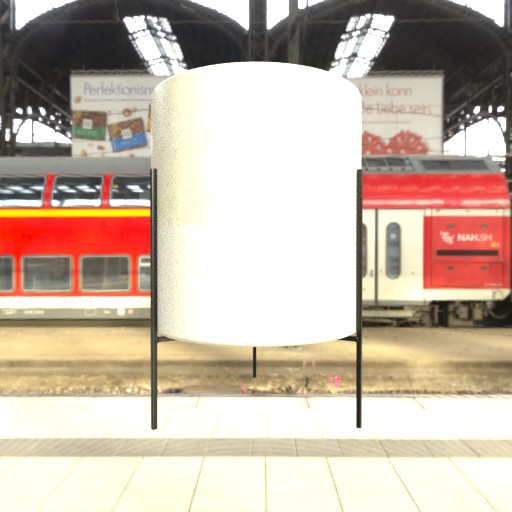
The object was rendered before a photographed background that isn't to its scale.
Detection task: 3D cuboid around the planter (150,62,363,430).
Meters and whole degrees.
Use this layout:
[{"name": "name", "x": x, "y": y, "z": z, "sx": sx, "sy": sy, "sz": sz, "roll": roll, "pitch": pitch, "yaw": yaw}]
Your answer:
[{"name": "planter", "x": 0.000, "y": 0.000, "z": 0.709, "sx": 0.324, "sy": 0.483, "sz": 0.333, "roll": 0, "pitch": 1, "yaw": -1}]
